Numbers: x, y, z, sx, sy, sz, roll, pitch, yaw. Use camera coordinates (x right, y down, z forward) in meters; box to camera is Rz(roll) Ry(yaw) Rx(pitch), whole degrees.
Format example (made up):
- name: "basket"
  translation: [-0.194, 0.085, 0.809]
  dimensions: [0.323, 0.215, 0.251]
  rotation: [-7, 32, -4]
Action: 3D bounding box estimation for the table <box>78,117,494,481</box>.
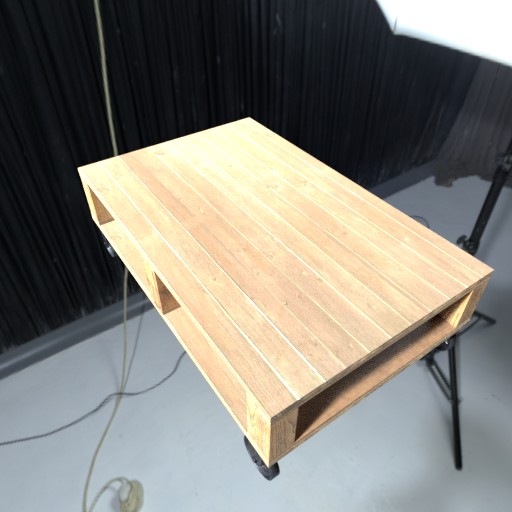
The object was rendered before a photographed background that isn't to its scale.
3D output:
- name: "table"
  translation: [0.000, 0.000, 1.680]
  dimensions: [0.827, 0.413, 1.299]
  rotation: [-25, 47, -25]
